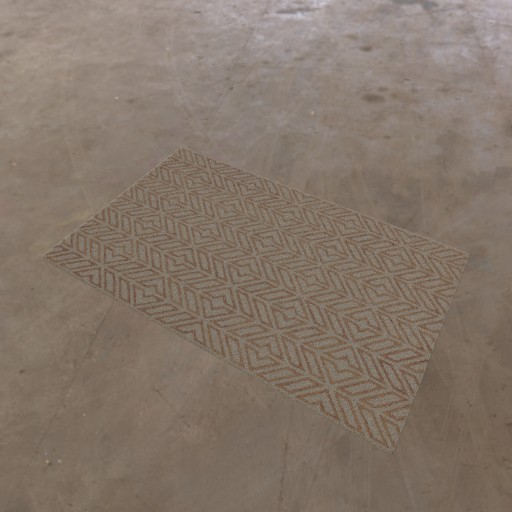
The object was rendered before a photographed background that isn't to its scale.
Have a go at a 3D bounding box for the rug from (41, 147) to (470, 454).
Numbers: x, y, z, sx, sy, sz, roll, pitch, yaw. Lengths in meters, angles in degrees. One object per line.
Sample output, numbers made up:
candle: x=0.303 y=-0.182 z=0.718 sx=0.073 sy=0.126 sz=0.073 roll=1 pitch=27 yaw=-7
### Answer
rug: x=0.000 y=0.000 z=2.961 sx=2.438 sy=0.008 sz=1.523 roll=24 pitch=52 yaw=21
